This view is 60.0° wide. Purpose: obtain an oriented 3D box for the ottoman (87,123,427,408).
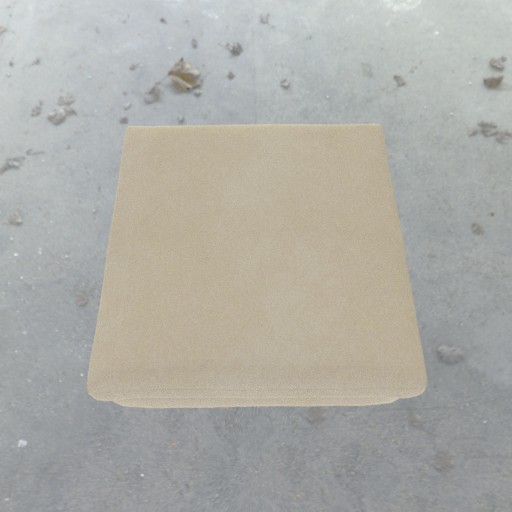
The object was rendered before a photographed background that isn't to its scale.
[{"bbox_3d":[0.000,0.000,1.902,1.190,0.522,1.205,-1,64,0],"label":"ottoman"}]
